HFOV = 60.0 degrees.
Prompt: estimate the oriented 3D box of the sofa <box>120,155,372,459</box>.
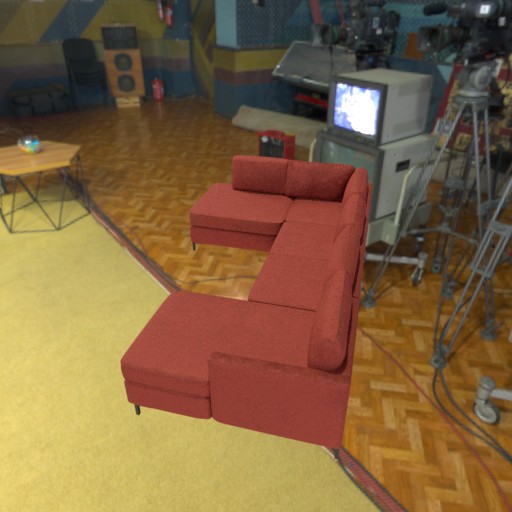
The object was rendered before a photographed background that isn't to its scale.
[{"bbox_3d":[0.000,0.000,4.364,2.055,0.992,3.434,8,31,13],"label":"sofa"}]
